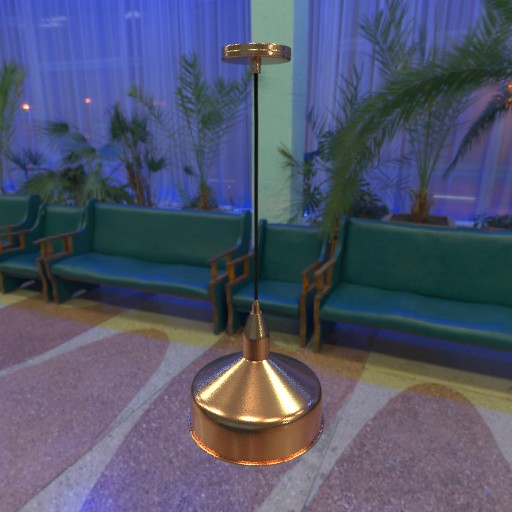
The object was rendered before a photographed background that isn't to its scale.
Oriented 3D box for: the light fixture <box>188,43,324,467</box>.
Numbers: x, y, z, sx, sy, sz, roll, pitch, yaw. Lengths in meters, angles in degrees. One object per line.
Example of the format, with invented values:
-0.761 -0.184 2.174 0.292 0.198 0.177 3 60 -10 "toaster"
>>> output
0.000 0.000 0.881 0.301 0.754 0.301 8 18 25 "light fixture"
